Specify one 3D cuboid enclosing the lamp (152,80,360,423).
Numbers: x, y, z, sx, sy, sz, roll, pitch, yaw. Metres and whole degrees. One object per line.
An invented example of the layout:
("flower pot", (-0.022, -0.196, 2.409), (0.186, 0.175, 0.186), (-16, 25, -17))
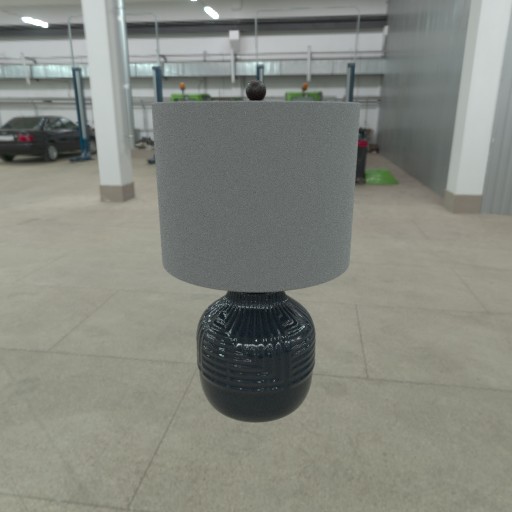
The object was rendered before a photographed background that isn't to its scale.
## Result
("lamp", (0.000, 0.000, 0.767), (0.318, 0.567, 0.318), (0, 18, 0))
